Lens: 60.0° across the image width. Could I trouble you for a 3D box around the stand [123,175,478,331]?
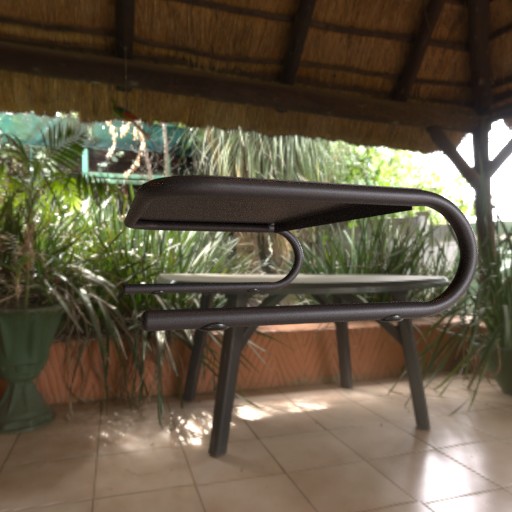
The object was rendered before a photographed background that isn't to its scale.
[{"bbox_3d":[0.000,0.000,0.506,0.280,0.108,0.370,0,-1,-19],"label":"stand"}]
